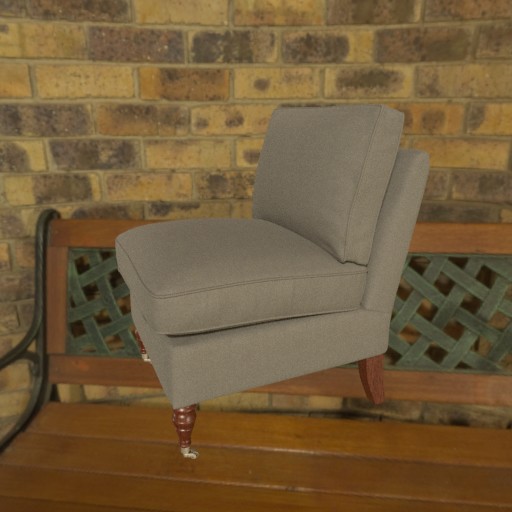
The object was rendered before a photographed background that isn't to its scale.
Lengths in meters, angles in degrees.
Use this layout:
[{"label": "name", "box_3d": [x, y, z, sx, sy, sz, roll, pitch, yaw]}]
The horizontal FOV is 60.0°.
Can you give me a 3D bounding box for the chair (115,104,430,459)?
[{"label": "chair", "box_3d": [0.000, 0.000, 1.626, 0.924, 1.045, 0.724, -8, 19, -24]}]
